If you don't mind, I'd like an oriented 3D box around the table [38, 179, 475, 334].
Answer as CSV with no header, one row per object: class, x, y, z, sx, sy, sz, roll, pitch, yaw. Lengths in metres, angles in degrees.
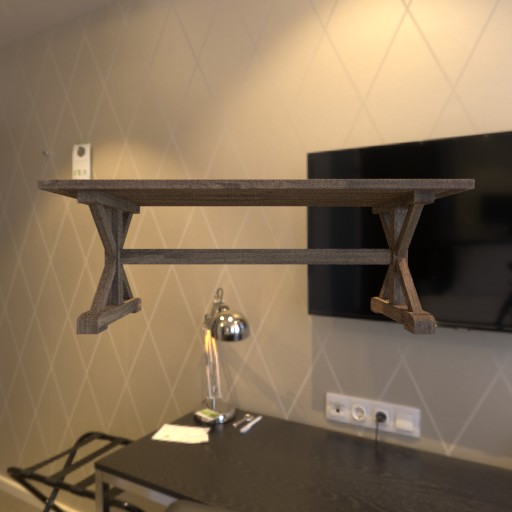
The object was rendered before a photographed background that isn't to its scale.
table,0.000,0.000,2.520,2.031,0.733,0.907,0,1,0
